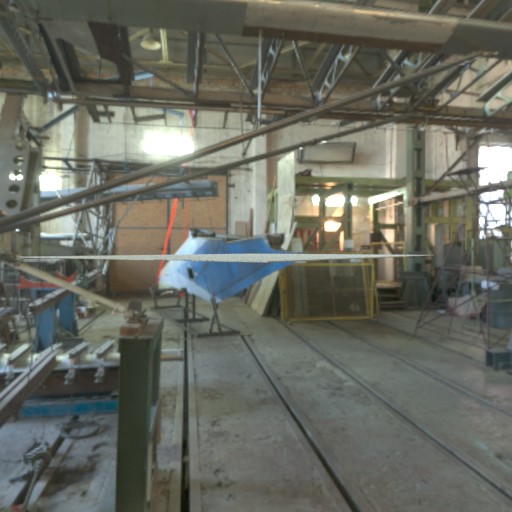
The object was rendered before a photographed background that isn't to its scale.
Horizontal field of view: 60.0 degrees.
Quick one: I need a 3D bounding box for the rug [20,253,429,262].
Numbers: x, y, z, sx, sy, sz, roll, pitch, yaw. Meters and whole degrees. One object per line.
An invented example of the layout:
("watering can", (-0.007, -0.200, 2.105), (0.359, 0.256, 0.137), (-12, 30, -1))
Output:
("rug", (0.000, 0.000, 4.196), (2.438, 0.006, 3.197), (1, 1, 36))
